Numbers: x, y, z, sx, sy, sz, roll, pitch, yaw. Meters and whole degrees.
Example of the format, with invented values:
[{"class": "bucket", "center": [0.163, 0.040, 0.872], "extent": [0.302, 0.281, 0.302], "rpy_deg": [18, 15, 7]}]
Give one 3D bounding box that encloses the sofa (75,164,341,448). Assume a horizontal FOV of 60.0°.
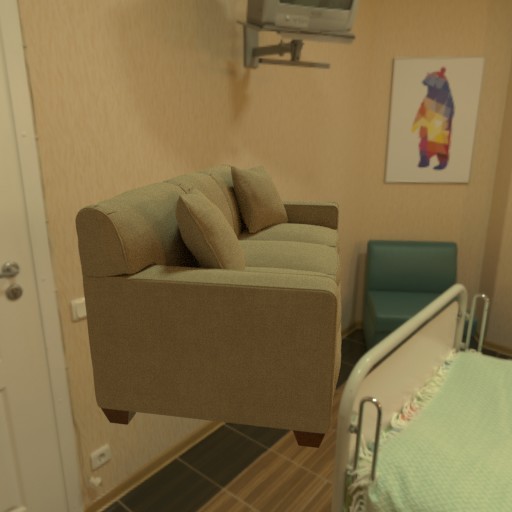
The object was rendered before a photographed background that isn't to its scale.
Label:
[{"class": "sofa", "center": [0.000, 0.000, 2.572], "extent": [0.997, 0.958, 2.024], "rpy_deg": [3, 16, 10]}]
